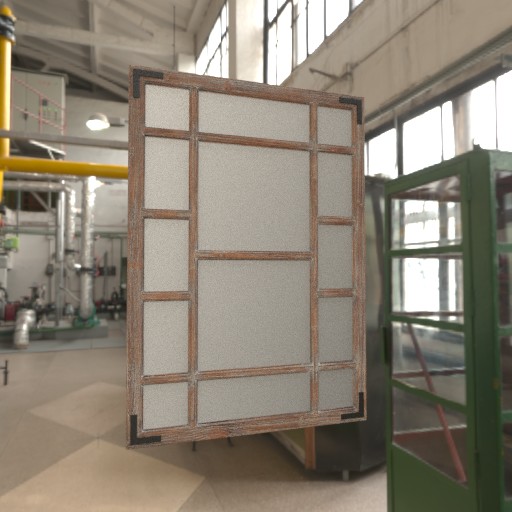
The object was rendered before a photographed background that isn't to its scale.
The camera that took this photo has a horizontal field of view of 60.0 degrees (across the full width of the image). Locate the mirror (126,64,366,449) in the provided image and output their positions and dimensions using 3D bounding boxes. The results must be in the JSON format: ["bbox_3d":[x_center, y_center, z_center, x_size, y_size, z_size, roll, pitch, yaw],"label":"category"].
[{"bbox_3d":[0.000,0.000,1.264,0.705,0.996,0.025,1,-2,-18],"label":"mirror"}]
